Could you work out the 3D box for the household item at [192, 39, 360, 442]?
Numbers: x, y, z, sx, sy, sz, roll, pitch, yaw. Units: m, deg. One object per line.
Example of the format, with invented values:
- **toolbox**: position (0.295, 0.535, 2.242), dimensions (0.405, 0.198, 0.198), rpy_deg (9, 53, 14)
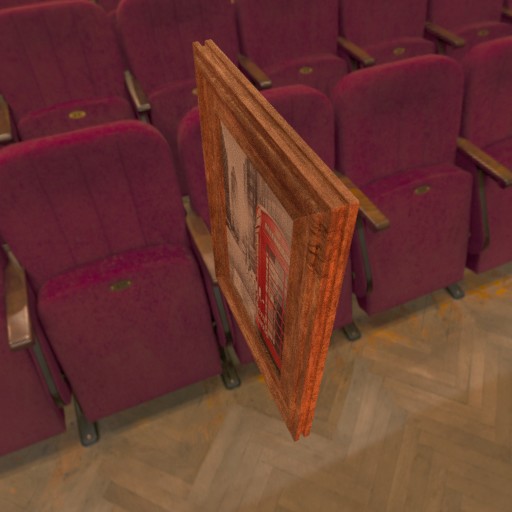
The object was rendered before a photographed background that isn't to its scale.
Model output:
- **household item**: position (0.000, 0.000, 0.322), dimensions (0.018, 0.237, 0.186), rpy_deg (-17, 49, -16)
